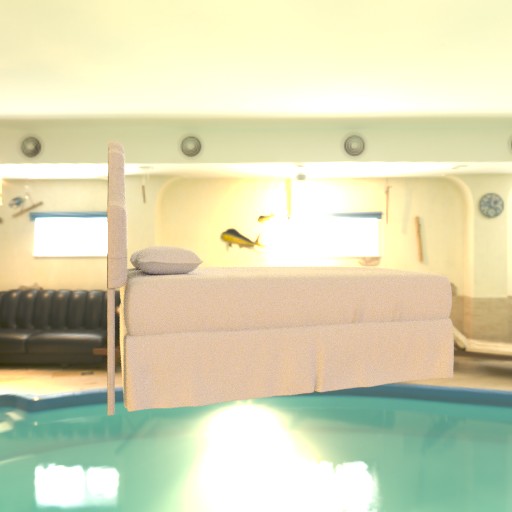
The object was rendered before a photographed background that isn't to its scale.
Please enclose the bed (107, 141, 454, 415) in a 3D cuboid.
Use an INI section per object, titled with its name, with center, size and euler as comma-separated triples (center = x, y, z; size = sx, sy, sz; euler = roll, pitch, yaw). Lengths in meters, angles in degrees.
[bed]
center = 0.000, 0.000, 3.519
size = 2.214, 1.615, 2.008
euler = 0, 0, -18
